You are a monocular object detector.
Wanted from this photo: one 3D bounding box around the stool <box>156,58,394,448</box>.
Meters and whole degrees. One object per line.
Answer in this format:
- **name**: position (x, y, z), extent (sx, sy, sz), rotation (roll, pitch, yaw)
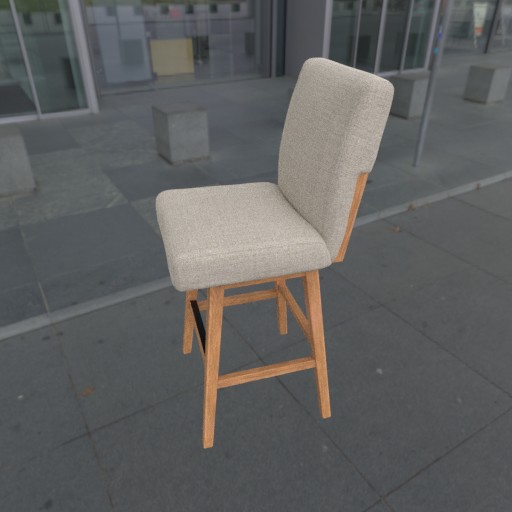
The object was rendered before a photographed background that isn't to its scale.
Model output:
- **stool**: position (0.000, 0.000, 1.413), extent (0.569, 1.106, 0.483), rotation (-9, 32, -14)
